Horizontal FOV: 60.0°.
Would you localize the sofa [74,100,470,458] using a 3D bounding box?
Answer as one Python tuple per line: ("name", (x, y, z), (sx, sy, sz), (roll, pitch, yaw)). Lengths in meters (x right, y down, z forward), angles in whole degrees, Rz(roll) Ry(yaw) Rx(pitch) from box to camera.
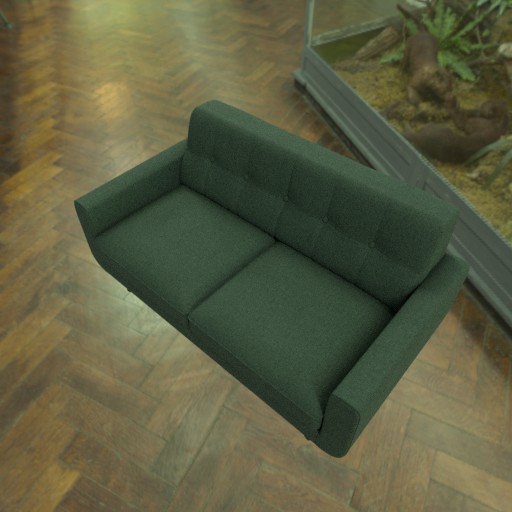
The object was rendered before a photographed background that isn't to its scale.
("sofa", (0.000, 0.000, 2.102), (1.631, 0.841, 0.909), (32, 54, 27))
